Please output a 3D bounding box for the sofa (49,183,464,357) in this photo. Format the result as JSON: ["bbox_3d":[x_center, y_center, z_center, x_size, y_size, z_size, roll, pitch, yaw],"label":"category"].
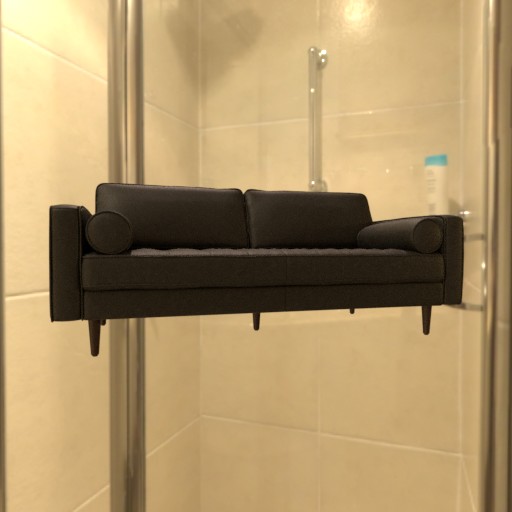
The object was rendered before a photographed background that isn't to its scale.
[{"bbox_3d":[0.000,0.000,2.301,1.879,0.770,0.921,0,1,-17],"label":"sofa"}]
